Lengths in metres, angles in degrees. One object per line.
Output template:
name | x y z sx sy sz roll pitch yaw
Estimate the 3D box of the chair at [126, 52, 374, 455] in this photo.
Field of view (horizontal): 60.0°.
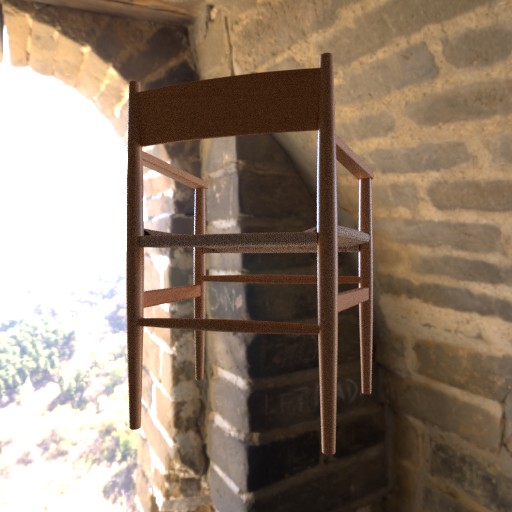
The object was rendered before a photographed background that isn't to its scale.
chair | 0.000 0.000 1.119 0.556 0.762 0.495 0 -1 18
